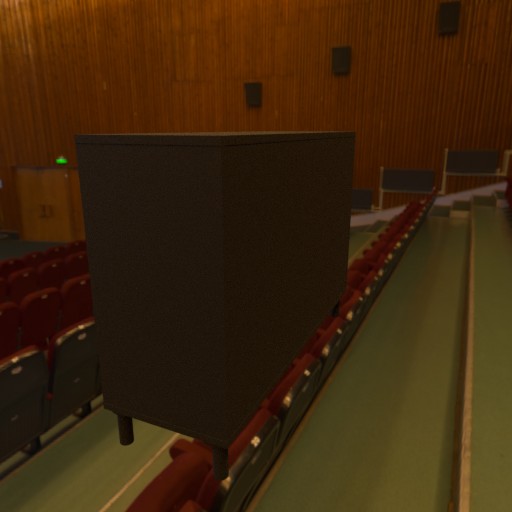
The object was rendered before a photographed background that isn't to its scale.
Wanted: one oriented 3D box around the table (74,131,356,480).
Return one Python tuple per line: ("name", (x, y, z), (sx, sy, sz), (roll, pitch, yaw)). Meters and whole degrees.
("table", (0.000, 0.000, 1.593), (0.400, 0.855, 1.200), (7, 18, 24))
